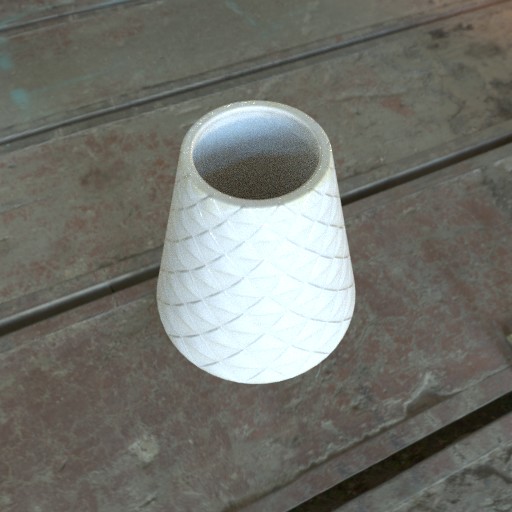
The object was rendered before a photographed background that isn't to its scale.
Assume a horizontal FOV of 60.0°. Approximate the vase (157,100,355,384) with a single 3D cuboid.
[{"bbox_3d":[0.000,0.000,0.353,0.175,0.230,0.175,0,58,0],"label":"vase"}]
